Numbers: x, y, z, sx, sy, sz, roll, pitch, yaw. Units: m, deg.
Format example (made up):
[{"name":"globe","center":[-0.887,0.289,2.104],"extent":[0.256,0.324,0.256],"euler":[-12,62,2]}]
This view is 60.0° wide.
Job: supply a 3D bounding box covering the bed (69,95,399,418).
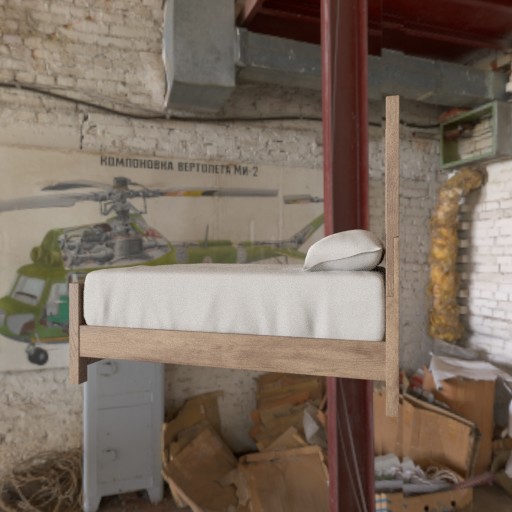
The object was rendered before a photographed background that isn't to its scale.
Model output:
[{"name":"bed","center":[0.000,0.000,3.304],"extent":[2.017,1.631,1.615],"euler":[0,0,17]}]
